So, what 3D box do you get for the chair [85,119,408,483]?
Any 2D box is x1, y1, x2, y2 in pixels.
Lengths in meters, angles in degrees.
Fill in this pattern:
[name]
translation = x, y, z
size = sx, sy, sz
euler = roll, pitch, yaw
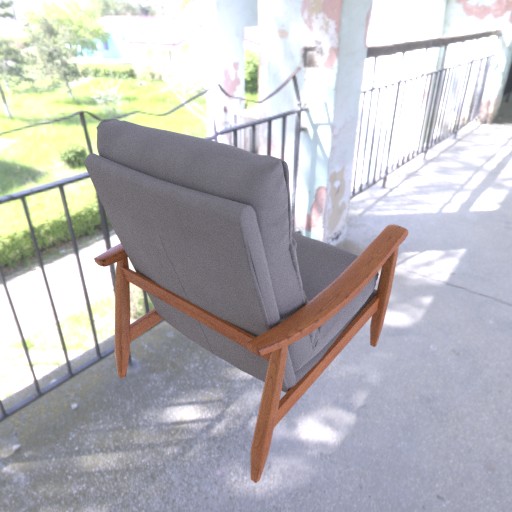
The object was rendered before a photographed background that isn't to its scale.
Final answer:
[chair]
translation = 0.000, 0.000, 1.503
size = 0.782, 0.922, 0.816
euler = 22, 37, 33
